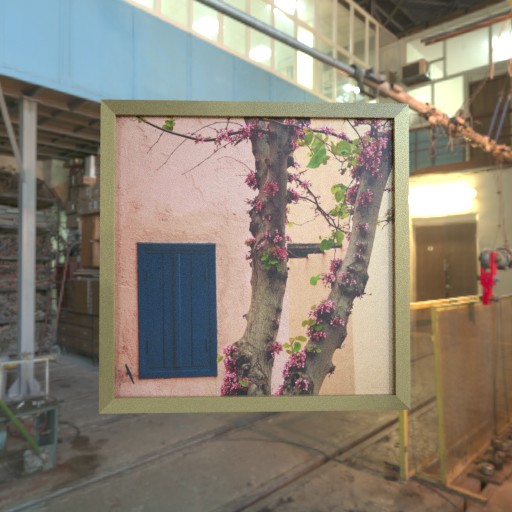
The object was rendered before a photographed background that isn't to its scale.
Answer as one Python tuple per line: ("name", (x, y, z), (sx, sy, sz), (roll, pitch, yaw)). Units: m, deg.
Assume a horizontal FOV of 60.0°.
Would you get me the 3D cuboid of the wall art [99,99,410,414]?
("wall art", (0.000, 0.000, 0.454), (0.304, 0.305, 0.038), (0, -1, -2))
